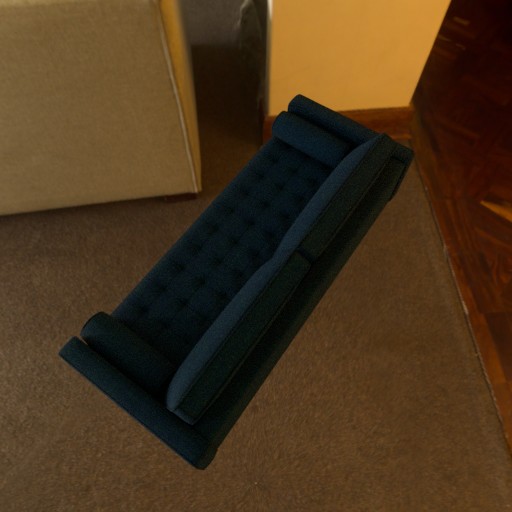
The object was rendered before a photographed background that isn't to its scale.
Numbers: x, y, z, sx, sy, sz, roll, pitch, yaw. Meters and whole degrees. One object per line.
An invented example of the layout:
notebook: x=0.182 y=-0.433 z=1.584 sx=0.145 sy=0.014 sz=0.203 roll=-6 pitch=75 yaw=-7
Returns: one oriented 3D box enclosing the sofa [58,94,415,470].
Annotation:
sofa: x=0.000 y=0.000 z=2.656 sx=0.914 sy=0.762 sz=2.210 roll=32 pitch=67 yaw=15
